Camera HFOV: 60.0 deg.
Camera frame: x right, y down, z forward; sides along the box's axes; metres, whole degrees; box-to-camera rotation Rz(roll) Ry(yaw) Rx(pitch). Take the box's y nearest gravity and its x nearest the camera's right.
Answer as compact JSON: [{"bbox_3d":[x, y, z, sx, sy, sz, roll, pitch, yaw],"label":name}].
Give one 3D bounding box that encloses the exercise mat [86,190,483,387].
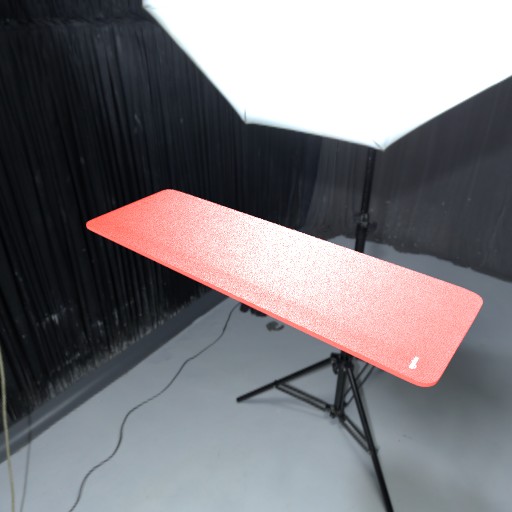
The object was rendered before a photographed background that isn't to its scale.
[{"bbox_3d":[0.000,0.000,2.069,1.869,0.021,0.616,22,37,32],"label":"exercise mat"}]
